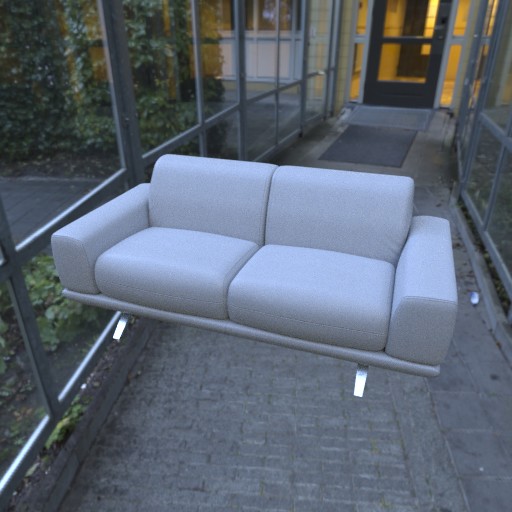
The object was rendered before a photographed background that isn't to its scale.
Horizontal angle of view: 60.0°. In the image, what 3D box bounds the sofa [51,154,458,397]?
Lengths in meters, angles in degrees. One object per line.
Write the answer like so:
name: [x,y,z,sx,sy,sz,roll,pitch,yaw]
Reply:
sofa: [0.000,0.000,2.343,1.901,0.772,0.900,9,29,17]
